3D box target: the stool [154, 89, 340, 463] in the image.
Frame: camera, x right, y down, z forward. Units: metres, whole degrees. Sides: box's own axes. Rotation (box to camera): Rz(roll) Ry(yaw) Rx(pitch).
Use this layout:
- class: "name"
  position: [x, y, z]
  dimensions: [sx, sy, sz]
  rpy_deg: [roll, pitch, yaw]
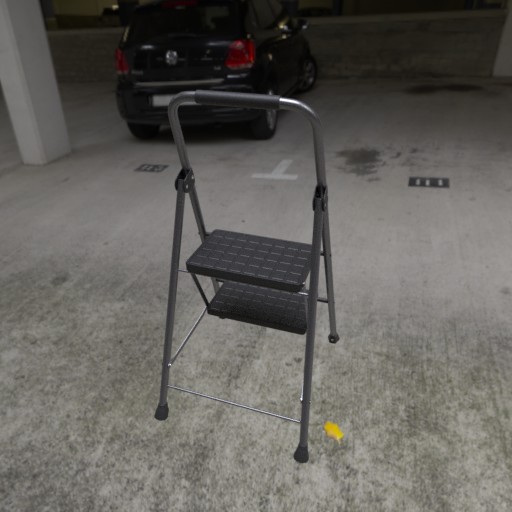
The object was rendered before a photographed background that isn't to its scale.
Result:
- class: "stool"
  position: [0.000, 0.000, 1.176]
  dimensions: [0.450, 0.872, 0.514]
  rpy_deg: [10, 33, 16]
